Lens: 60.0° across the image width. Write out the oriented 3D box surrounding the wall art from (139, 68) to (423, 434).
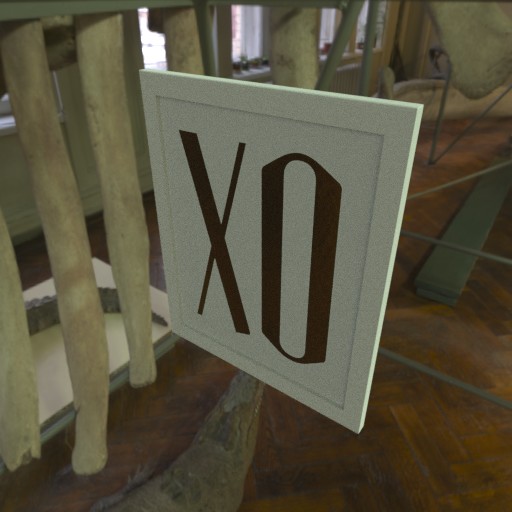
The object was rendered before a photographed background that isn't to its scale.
[{"bbox_3d":[0.000,0.000,0.731,0.444,0.536,0.020,21,37,31],"label":"wall art"}]
